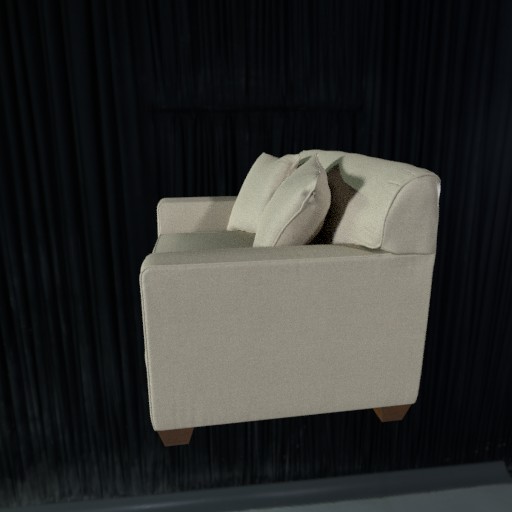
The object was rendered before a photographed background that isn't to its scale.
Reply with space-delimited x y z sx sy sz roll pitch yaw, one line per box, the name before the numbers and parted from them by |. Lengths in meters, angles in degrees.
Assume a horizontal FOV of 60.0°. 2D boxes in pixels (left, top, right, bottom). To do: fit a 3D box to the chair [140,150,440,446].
chair | 0.000 0.000 2.067 1.000 0.948 1.383 -3 16 -9
